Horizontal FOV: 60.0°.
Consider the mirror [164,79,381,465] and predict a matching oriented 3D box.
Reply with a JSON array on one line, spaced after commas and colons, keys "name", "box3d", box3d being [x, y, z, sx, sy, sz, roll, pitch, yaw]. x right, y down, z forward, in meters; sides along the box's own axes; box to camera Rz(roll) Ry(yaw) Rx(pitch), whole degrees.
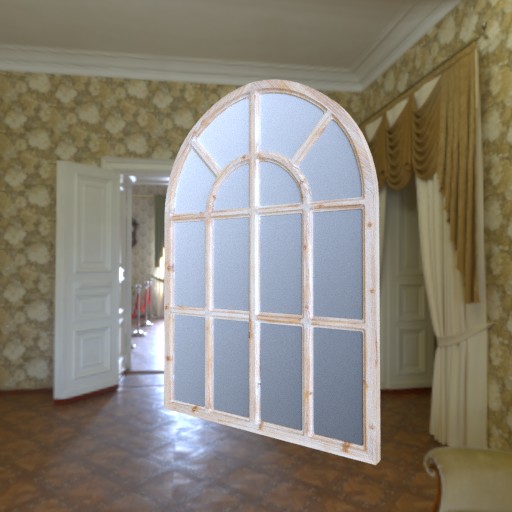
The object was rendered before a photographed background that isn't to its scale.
[{"name": "mirror", "box3d": [0.000, 0.000, 1.177, 0.660, 0.920, 0.032, -1, -1, 35]}]
